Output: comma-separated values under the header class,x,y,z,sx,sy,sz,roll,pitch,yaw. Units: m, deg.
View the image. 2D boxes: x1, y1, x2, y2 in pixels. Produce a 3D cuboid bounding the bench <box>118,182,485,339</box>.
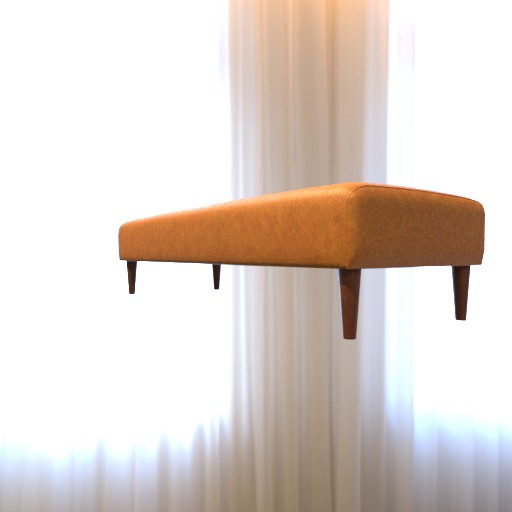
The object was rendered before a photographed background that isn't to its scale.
class,x,y,z,sx,sy,sz,roll,pitch,yaw
bench,0.000,0.000,1.838,0.653,0.399,1.610,0,0,-36
